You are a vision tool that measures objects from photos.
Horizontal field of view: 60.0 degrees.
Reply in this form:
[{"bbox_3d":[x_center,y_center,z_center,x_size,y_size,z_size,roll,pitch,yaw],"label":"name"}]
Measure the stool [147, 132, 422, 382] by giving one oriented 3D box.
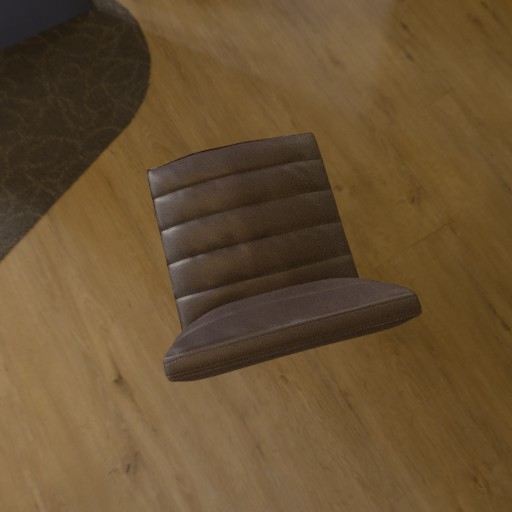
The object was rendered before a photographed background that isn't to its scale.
[{"bbox_3d":[0.000,0.000,1.229,0.463,0.946,0.562,-14,77,-3],"label":"stool"}]
